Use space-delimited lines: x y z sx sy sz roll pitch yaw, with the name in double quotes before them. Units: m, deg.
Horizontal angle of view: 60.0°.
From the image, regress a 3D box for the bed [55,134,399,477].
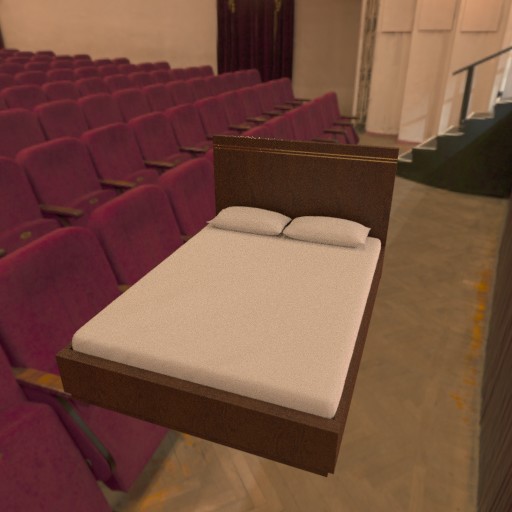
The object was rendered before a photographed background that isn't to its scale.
"bed" 0.000 0.000 3.090 1.613 1.169 2.221 9 27 18
